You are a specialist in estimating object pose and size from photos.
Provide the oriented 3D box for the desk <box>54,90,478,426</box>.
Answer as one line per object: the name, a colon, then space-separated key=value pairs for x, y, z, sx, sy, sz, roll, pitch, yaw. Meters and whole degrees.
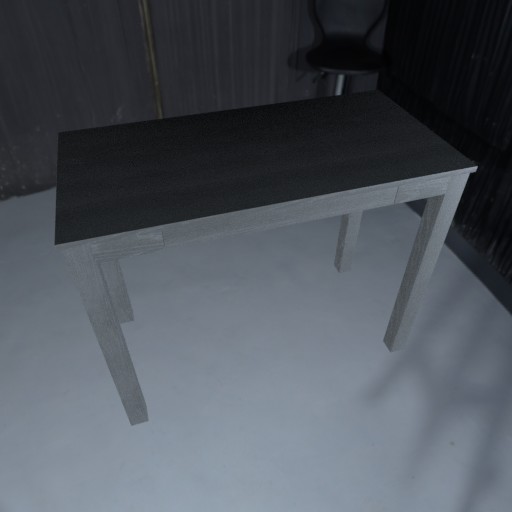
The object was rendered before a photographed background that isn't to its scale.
desk: x=0.000 y=0.000 z=1.416 sx=0.991 sy=0.762 sz=0.499 roll=-12 pitch=44 yaw=-13
